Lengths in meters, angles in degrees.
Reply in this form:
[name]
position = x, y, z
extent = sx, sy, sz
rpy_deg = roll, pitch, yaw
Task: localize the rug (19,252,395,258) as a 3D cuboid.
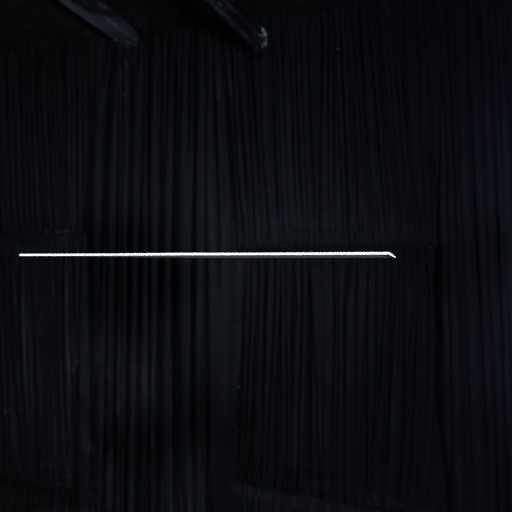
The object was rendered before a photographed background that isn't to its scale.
[rug]
position = 0.000, 0.000, 4.096
extent = 2.434, 0.019, 3.041
rpy_deg = 0, -1, 18
